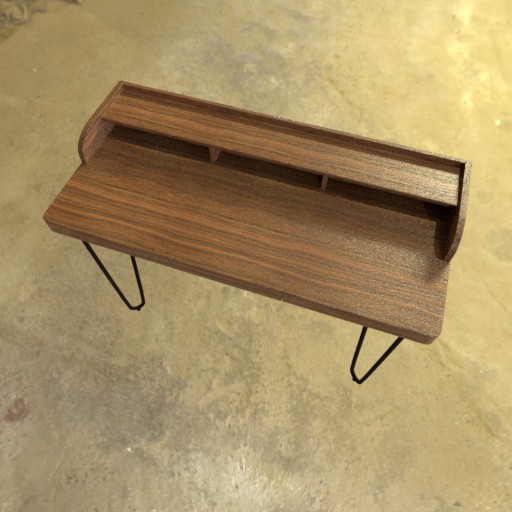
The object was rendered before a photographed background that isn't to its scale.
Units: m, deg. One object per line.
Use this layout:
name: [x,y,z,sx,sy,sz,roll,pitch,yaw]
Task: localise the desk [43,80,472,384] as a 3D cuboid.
desk: [0.000,0.000,1.669,1.200,0.854,0.565,16,60,10]
